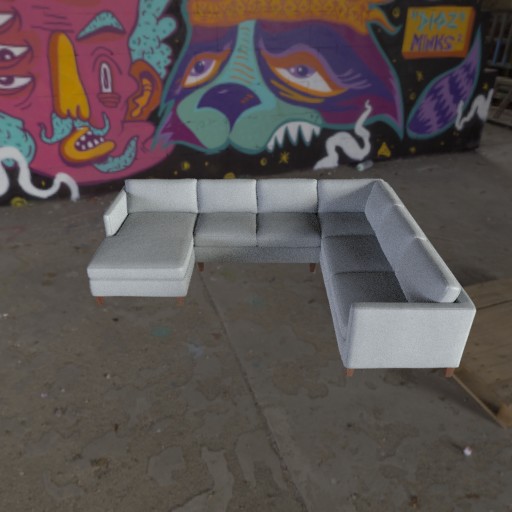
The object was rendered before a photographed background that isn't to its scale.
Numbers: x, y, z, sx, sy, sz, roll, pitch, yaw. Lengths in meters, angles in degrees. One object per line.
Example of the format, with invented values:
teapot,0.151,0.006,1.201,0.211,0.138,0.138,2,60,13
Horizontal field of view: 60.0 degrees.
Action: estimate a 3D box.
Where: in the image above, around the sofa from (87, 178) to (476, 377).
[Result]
sofa,0.000,0.000,4.408,3.238,0.853,2.551,0,30,0
